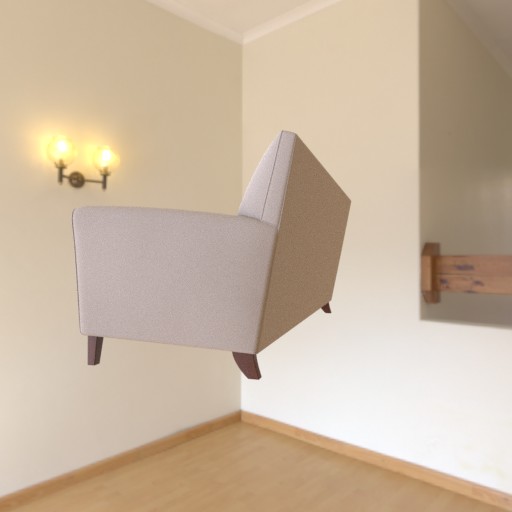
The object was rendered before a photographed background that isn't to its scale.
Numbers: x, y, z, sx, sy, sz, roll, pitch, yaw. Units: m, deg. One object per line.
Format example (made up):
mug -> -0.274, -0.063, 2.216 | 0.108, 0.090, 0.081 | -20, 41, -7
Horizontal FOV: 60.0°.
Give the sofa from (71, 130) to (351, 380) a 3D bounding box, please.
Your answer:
sofa -> 0.000, 0.000, 2.488 | 0.875, 0.846, 2.000 | 0, 0, 17
